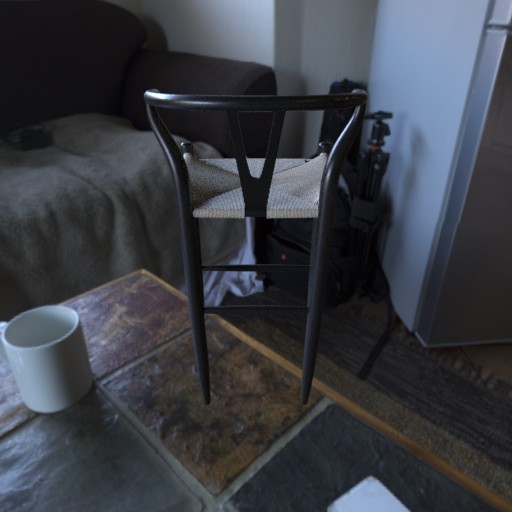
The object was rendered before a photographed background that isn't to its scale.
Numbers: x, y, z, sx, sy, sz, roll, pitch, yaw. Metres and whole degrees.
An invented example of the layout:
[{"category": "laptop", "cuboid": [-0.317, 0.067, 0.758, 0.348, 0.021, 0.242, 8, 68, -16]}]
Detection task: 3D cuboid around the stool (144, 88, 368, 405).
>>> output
[{"category": "stool", "cuboid": [0.000, 0.000, 1.395, 0.569, 1.072, 0.579, 0, 31, 0]}]
